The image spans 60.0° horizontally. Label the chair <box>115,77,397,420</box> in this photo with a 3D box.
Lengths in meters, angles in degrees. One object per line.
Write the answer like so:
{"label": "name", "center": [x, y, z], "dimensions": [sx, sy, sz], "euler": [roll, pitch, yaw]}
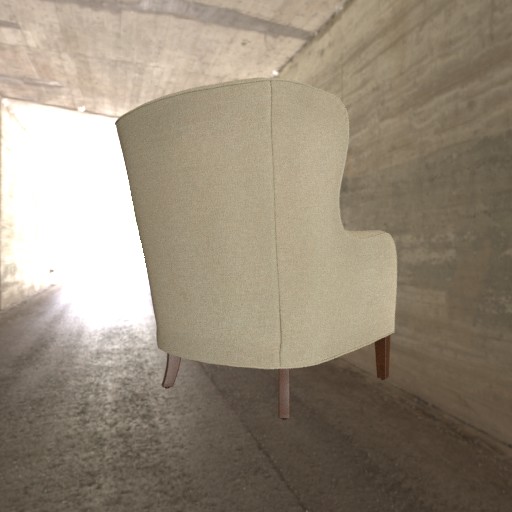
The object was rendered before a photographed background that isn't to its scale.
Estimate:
{"label": "chair", "center": [0.000, 0.000, 1.748], "dimensions": [0.838, 1.040, 0.966], "euler": [0, 0, 37]}
